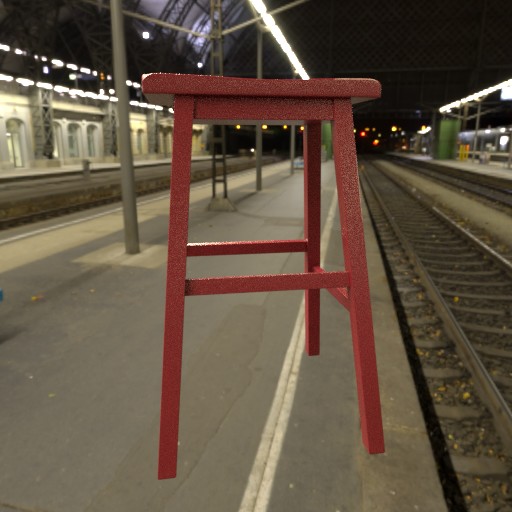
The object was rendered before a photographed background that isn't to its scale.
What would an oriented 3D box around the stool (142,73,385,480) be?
[{"bbox_3d":[0.000,0.000,1.012,0.457,0.737,0.476,-2,14,-9],"label":"stool"}]
